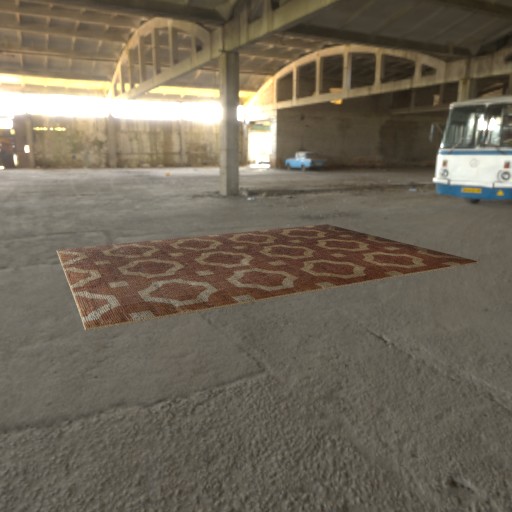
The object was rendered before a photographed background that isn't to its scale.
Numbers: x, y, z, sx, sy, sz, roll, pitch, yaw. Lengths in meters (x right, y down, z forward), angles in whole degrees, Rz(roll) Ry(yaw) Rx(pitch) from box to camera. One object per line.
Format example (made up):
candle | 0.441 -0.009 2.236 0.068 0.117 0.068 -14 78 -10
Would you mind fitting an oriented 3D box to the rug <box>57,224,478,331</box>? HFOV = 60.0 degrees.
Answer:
rug | 0.000 0.000 2.890 2.286 0.016 1.555 -7 15 -27
